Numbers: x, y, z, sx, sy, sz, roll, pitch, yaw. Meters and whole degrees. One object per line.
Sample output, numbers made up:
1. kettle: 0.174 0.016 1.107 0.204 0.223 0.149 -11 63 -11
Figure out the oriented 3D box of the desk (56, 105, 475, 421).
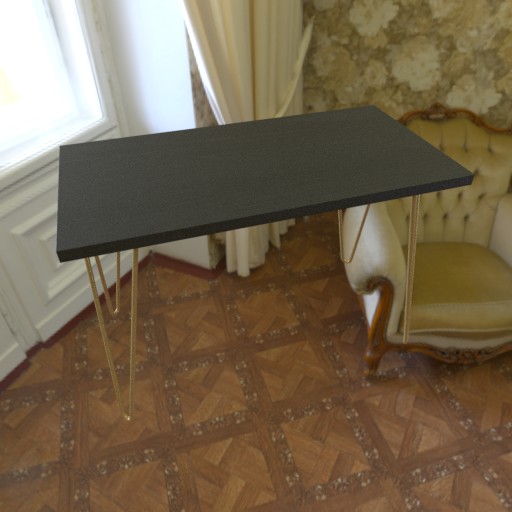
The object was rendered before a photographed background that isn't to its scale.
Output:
1. desk: 0.000 0.000 1.382 0.991 0.660 0.499 -12 41 -14
